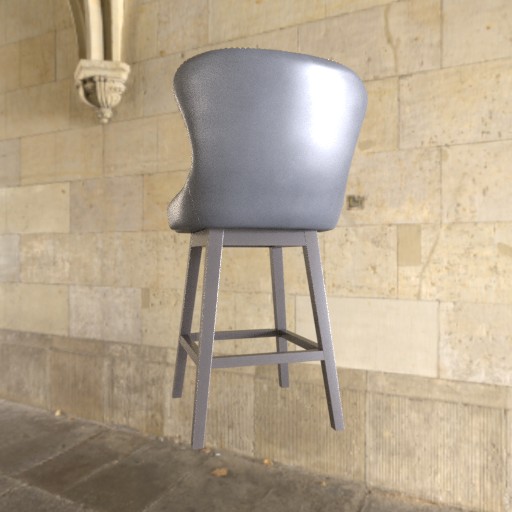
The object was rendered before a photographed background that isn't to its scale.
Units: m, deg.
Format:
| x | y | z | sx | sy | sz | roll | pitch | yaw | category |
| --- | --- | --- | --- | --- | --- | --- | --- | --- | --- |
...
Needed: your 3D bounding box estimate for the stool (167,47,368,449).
| x | y | z | sx | sy | sz | roll | pitch | yaw | category |
| --- | --- | --- | --- | --- | --- | --- | --- | --- | --- |
| 0.000 | 0.000 | 1.315 | 0.528 | 0.971 | 0.593 | 0 | 0 | -17 | stool |
